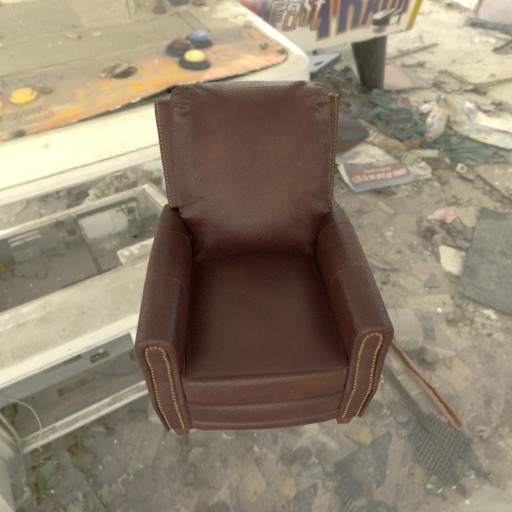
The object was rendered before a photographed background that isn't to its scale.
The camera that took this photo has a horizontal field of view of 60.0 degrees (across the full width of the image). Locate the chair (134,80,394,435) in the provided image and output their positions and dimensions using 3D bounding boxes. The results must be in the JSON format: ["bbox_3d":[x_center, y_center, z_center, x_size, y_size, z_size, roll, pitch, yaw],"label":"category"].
[{"bbox_3d":[0.000,0.000,1.764,0.826,1.022,1.089,-3,46,-3],"label":"chair"}]
